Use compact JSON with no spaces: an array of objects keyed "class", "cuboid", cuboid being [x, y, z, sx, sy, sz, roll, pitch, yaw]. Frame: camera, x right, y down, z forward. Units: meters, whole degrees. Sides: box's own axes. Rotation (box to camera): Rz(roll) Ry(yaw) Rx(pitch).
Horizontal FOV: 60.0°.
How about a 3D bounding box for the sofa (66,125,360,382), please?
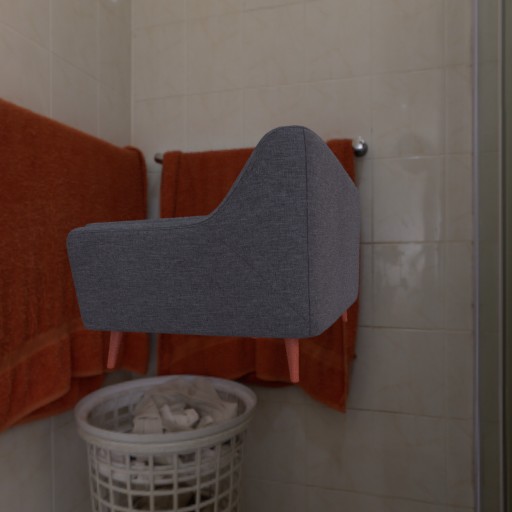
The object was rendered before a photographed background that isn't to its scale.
[{"class":"sofa","cuboid":[0.000,0.000,2.403,0.975,0.896,1.929,0,0,18]}]
